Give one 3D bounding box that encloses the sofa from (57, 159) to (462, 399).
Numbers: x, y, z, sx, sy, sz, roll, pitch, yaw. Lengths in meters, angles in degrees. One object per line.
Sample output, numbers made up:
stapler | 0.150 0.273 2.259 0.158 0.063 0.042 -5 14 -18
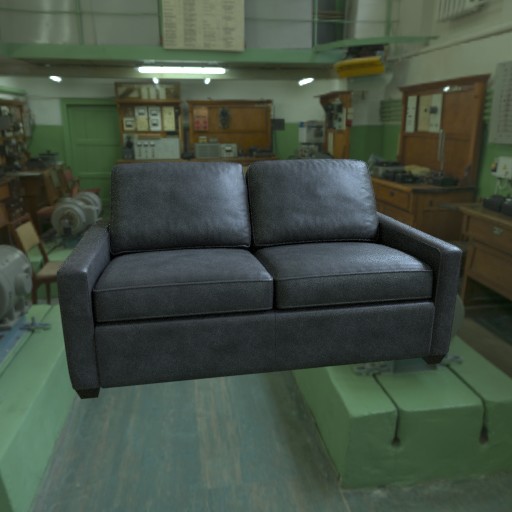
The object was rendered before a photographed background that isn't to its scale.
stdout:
sofa | 0.000 0.000 2.286 1.732 0.916 0.939 -3 17 -10
